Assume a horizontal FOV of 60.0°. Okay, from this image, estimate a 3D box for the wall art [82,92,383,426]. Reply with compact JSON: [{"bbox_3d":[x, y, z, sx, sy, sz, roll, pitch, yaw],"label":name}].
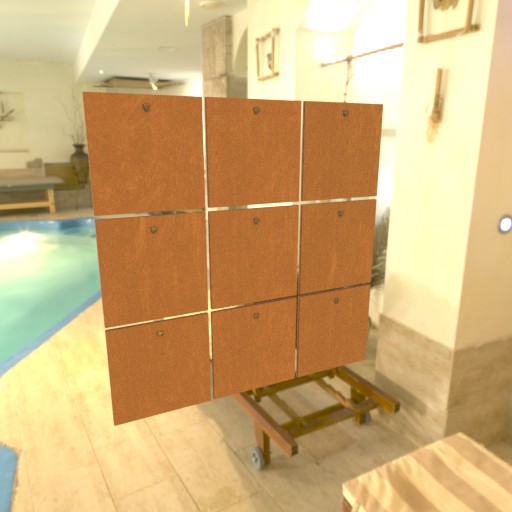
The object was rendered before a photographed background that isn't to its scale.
[{"bbox_3d":[0.000,0.000,1.362,0.915,0.913,0.018,-7,16,-25],"label":"wall art"}]
